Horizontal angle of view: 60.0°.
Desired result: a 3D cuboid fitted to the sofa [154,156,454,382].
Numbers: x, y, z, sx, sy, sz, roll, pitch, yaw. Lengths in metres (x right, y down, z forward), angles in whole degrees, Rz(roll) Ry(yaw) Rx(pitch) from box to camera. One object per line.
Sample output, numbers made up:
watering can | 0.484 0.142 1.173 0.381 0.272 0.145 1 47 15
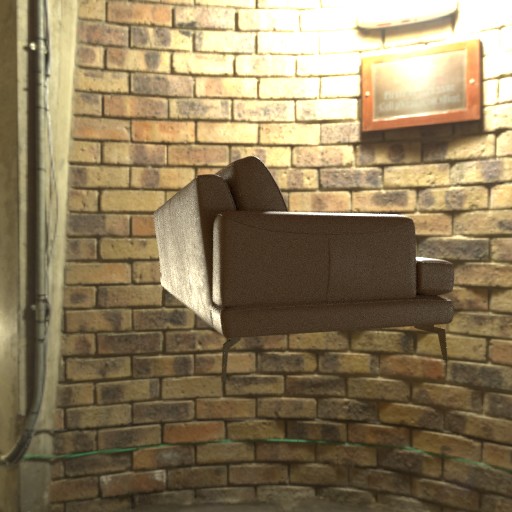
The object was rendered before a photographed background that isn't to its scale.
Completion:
sofa | 0.000 0.000 2.434 0.974 0.765 1.940 0 1 -18
